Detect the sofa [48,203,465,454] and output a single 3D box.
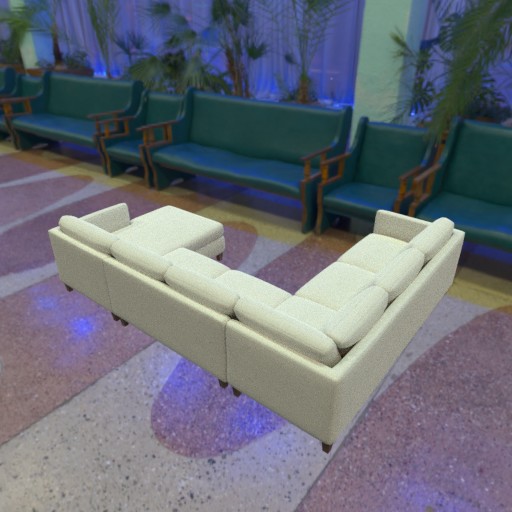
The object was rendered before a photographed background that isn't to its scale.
[{"bbox_3d":[0.000,0.000,4.430,3.238,0.853,2.551,21,36,33],"label":"sofa"}]
